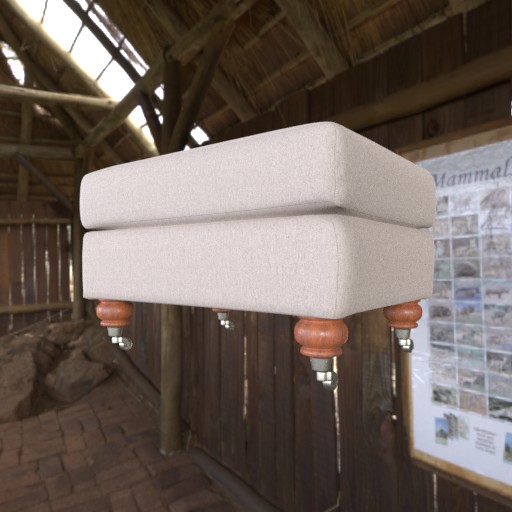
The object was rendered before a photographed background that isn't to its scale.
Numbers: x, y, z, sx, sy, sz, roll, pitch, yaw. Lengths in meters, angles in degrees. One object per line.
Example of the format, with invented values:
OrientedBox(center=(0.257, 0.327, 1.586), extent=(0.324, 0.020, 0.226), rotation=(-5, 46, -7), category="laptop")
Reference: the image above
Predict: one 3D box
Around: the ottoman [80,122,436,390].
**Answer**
OrientedBox(center=(0.000, 0.000, 1.143), extent=(0.773, 0.497, 0.574), rotation=(-1, -1, 37), category="ottoman")
